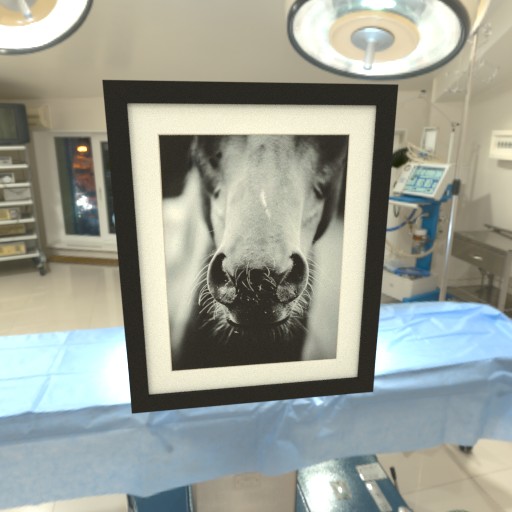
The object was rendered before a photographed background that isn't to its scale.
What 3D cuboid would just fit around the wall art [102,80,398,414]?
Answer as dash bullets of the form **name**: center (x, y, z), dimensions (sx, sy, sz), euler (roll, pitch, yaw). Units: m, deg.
- **wall art**: center (0.000, 0.000, 0.554), dimensions (0.329, 0.404, 0.024), euler (-2, 16, -8)
